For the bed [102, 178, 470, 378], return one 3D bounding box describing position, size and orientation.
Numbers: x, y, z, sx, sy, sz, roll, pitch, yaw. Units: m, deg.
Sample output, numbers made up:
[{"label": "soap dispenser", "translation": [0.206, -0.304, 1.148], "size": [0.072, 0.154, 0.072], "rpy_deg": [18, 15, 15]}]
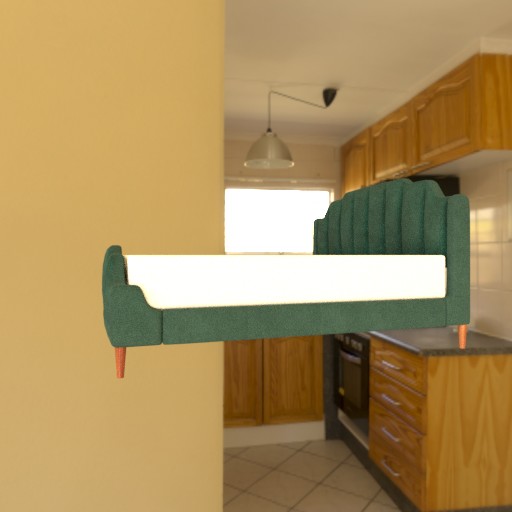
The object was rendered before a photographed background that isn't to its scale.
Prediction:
[{"label": "bed", "translation": [0.000, 0.000, 3.568], "size": [2.340, 1.245, 2.074], "rpy_deg": [0, 0, -19]}]
